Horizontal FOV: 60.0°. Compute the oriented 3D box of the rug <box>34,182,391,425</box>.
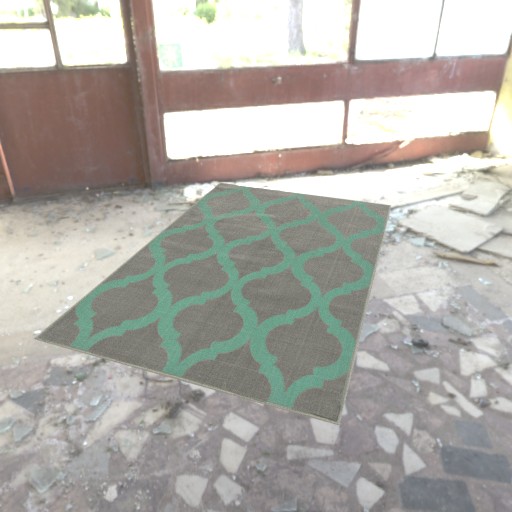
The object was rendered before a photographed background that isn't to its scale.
[{"bbox_3d":[0.000,0.000,2.909,1.524,0.006,2.286,10,32,17],"label":"rug"}]
